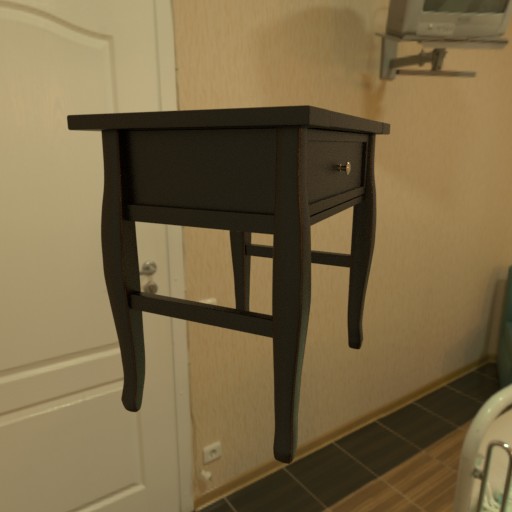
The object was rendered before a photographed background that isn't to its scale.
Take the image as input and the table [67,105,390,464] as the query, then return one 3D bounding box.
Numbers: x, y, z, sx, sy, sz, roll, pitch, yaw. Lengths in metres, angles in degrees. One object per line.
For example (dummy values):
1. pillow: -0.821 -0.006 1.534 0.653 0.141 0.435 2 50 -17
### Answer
1. table: 0.000 0.000 1.028 0.460 0.604 0.602 7 16 26
